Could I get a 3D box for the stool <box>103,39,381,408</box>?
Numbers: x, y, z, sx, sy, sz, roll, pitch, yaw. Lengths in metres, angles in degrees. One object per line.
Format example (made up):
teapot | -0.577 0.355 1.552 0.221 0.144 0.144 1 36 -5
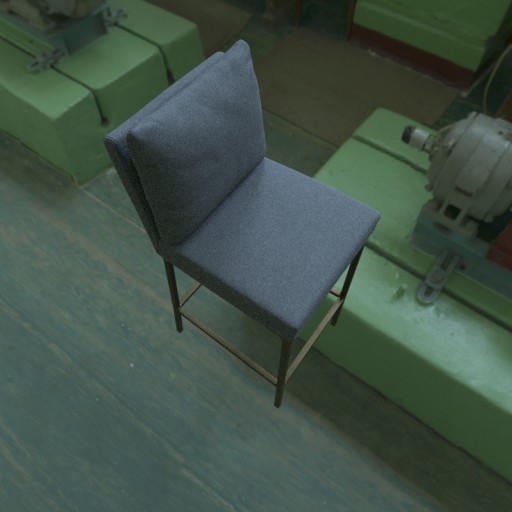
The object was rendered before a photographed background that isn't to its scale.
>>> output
stool | 0.000 0.000 1.425 0.569 1.130 0.463 31 62 19
